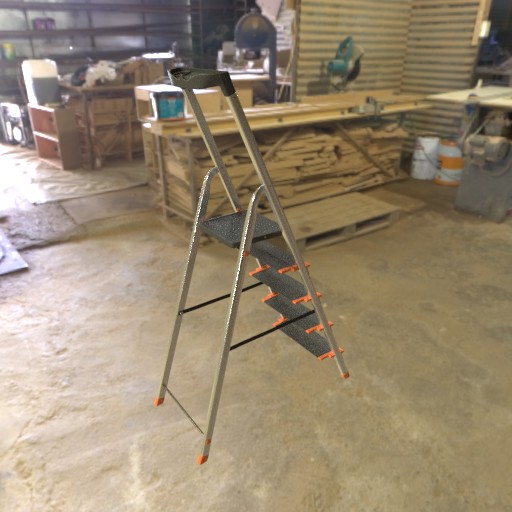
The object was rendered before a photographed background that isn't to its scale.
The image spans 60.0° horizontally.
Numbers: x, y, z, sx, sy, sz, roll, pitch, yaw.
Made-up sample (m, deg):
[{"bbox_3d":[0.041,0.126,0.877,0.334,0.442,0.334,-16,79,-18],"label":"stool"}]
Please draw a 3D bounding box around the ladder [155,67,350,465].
[{"bbox_3d":[0.000,0.000,2.094,0.995,1.646,0.480,-18,31,-33],"label":"ladder"}]
